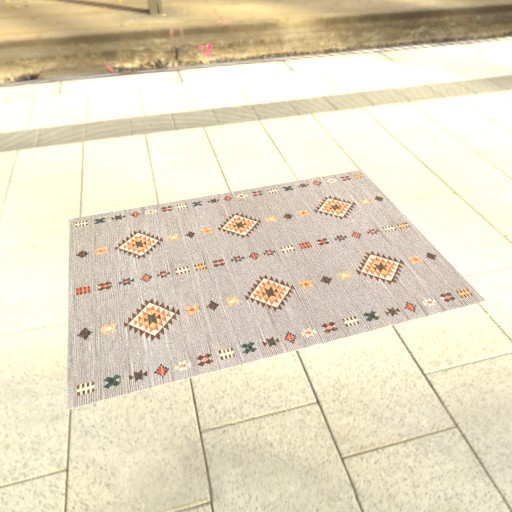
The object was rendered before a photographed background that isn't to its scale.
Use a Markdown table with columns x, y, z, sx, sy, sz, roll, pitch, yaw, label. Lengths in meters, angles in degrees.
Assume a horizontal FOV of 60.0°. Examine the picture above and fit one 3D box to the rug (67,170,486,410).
| x | y | z | sx | sy | sz | roll | pitch | yaw | label |
| --- | --- | --- | --- | --- | --- | --- | --- | --- | --- |
| 0.000 | 0.000 | 2.252 | 1.818 | 0.005 | 1.217 | -12 | 43 | -13 | rug |
